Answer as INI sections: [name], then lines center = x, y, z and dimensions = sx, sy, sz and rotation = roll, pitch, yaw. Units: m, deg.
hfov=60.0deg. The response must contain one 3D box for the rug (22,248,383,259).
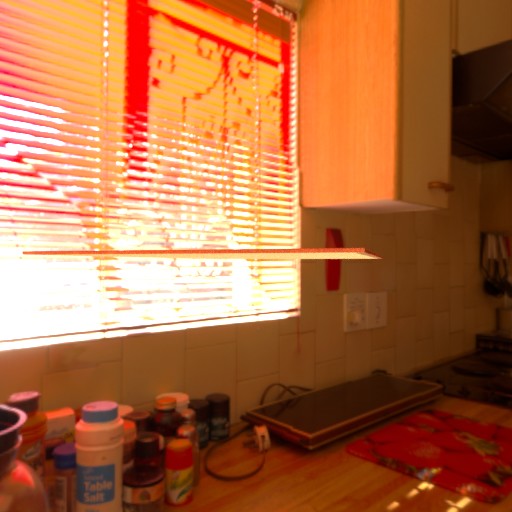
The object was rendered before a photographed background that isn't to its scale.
[rug]
center = 0.000, 0.000, 2.302
dimensions = 1.219, 0.014, 1.829
rotation = 0, -1, 17
